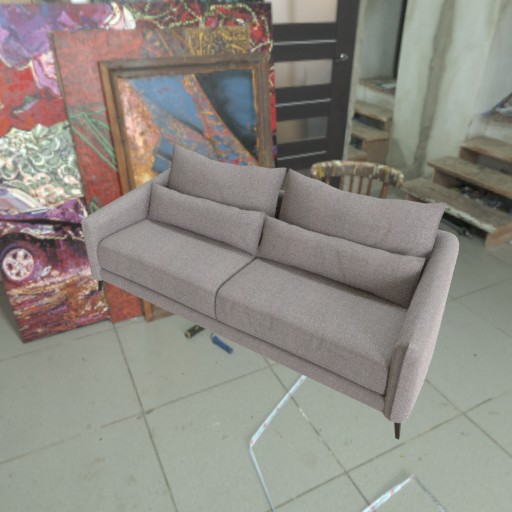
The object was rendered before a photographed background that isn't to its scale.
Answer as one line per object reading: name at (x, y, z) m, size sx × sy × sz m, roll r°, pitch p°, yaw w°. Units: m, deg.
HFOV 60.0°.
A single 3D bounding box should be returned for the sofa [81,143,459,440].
sofa at (0.000, 0.000, 2.445) m, size 2.022 × 0.833 × 0.809 m, roll 19°, pitch 36°, yaw 29°
